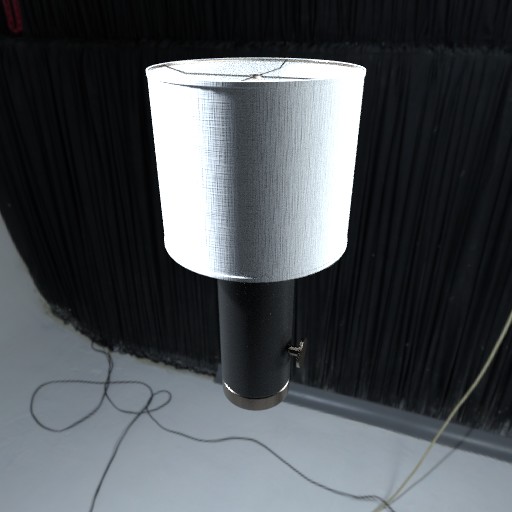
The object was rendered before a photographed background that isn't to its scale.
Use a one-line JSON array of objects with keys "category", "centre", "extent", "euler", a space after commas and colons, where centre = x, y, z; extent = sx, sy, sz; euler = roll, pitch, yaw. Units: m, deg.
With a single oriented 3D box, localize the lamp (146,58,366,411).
[{"category": "lamp", "centre": [0.000, 0.000, 0.612], "extent": [0.240, 0.482, 0.241], "euler": [10, 30, 18]}]
